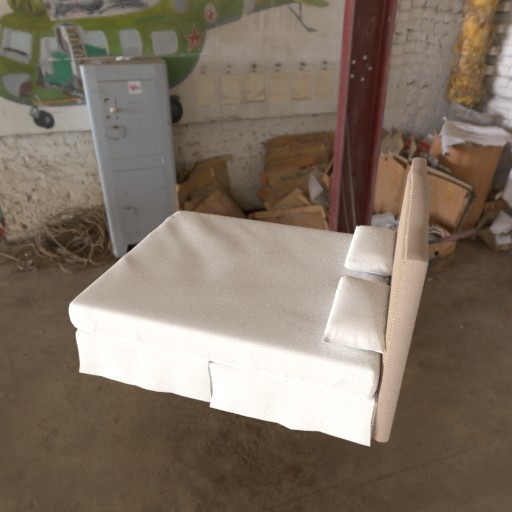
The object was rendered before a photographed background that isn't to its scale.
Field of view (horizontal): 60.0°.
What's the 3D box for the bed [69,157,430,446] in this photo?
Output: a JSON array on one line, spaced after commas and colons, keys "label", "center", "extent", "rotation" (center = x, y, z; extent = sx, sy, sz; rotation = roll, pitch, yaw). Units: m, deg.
[{"label": "bed", "center": [0.000, 0.000, 3.419], "extent": [2.282, 1.436, 1.821], "rotation": [9, 31, 16]}]
